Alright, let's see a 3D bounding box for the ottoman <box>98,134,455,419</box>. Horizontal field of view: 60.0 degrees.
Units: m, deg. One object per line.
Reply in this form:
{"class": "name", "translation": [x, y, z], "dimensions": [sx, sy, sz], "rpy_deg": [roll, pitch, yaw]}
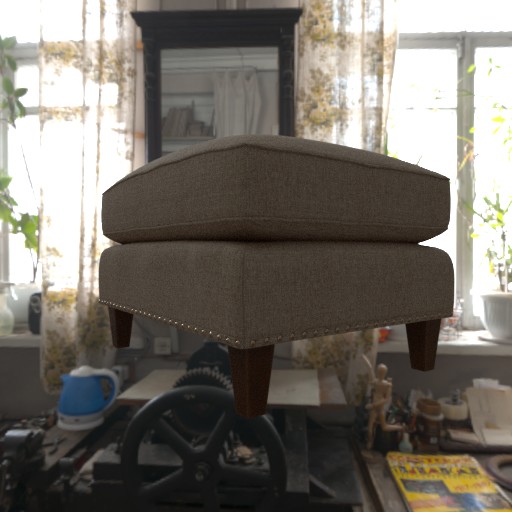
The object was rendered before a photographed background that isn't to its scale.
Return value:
{"class": "ottoman", "translation": [0.000, 0.000, 1.124], "dimensions": [0.584, 0.513, 0.741], "rpy_deg": [0, 1, -36]}
